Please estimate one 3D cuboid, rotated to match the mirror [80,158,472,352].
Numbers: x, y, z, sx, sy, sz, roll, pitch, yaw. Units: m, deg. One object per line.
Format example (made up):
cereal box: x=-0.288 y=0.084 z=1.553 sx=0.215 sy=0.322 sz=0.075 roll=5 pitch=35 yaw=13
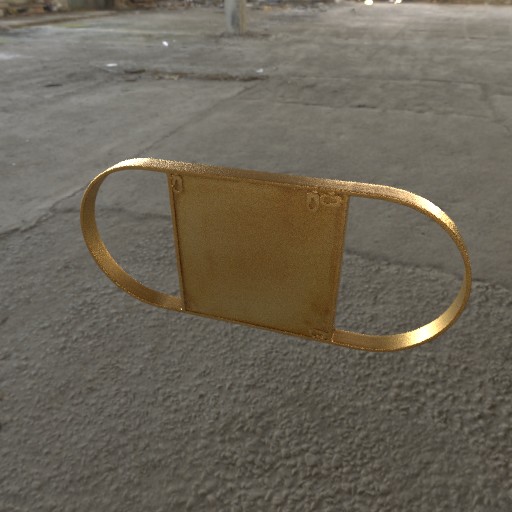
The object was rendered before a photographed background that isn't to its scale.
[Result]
mirror: x=0.000 y=0.000 z=0.657 sx=0.584 sy=0.254 sz=0.032 roll=10 pitch=33 yaw=15
